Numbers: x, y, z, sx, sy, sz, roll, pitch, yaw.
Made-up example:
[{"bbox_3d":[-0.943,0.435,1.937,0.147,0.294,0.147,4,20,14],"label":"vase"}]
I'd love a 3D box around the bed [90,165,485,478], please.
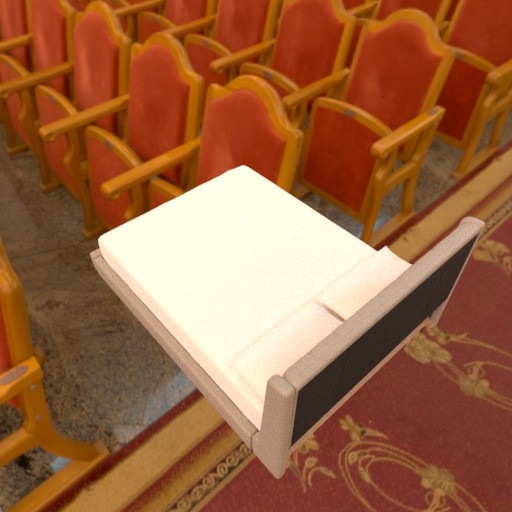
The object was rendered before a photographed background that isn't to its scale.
[{"bbox_3d":[0.000,0.000,3.199,1.656,1.147,2.232,-32,54,-28],"label":"bed"}]
